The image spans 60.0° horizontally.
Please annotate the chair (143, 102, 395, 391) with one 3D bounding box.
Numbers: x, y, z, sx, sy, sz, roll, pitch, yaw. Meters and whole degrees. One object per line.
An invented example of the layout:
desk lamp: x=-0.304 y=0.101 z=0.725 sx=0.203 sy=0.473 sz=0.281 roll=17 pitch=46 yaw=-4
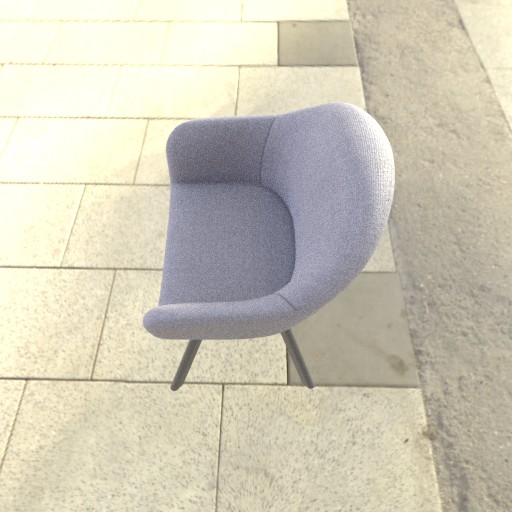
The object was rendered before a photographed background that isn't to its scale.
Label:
chair: x=0.000 y=0.000 z=1.203 sx=0.550 sy=0.795 sz=0.590 roll=-1 pitch=57 yaw=-1
